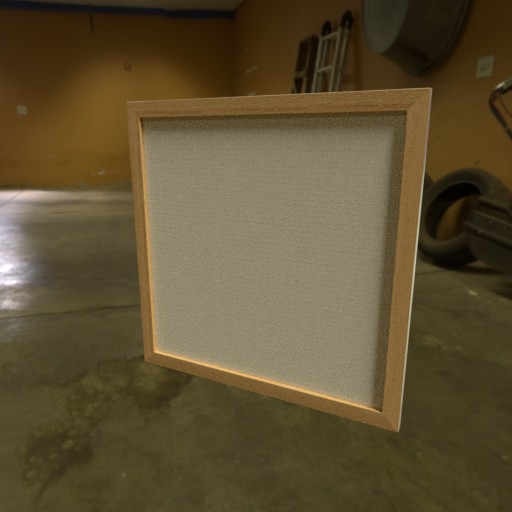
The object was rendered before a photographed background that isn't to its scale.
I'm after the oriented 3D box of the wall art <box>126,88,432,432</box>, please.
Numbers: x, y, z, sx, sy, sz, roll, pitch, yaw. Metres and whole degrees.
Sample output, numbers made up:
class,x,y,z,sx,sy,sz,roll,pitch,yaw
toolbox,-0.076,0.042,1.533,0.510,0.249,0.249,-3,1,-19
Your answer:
class,x,y,z,sx,sy,sz,roll,pitch,yaw
wall art,0.000,0.000,1.122,0.762,0.762,0.027,7,17,26
